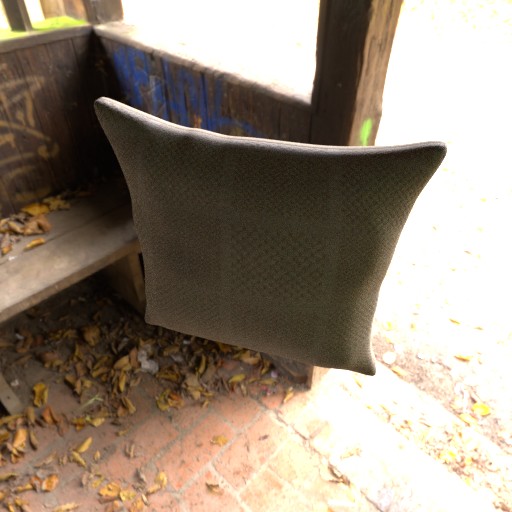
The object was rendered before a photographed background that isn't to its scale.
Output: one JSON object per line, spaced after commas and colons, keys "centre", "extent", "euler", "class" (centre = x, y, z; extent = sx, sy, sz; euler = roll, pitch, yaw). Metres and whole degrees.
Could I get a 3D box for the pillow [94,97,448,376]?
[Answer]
{"centre": [0.000, 0.000, 0.667], "extent": [0.436, 0.432, 0.138], "euler": [11, 43, 12], "class": "pillow"}
